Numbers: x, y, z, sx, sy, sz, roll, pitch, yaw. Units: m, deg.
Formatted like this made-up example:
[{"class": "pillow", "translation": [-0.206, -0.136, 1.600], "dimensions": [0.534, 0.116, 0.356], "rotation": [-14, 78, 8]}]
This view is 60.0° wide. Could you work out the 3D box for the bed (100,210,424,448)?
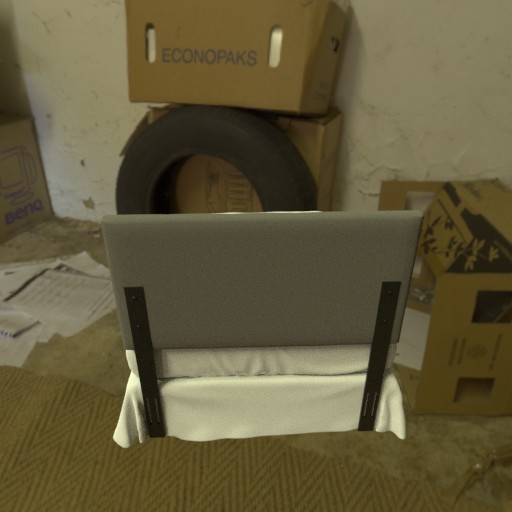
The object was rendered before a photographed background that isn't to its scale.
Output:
[{"class": "bed", "translation": [0.000, 0.000, 3.467], "dimensions": [1.936, 1.577, 2.222], "rotation": [-1, 29, -2]}]
